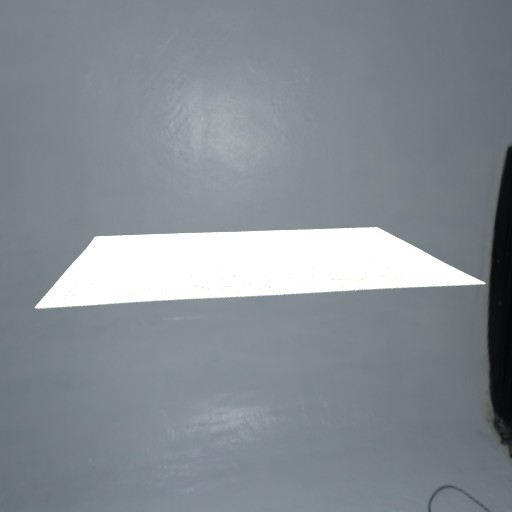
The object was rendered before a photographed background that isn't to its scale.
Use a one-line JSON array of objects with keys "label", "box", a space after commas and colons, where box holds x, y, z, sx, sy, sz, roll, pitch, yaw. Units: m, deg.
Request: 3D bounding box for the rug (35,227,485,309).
[{"label": "rug", "box": [0.000, 0.000, 3.078, 2.435, 0.012, 1.529, -2, 16, -8]}]
